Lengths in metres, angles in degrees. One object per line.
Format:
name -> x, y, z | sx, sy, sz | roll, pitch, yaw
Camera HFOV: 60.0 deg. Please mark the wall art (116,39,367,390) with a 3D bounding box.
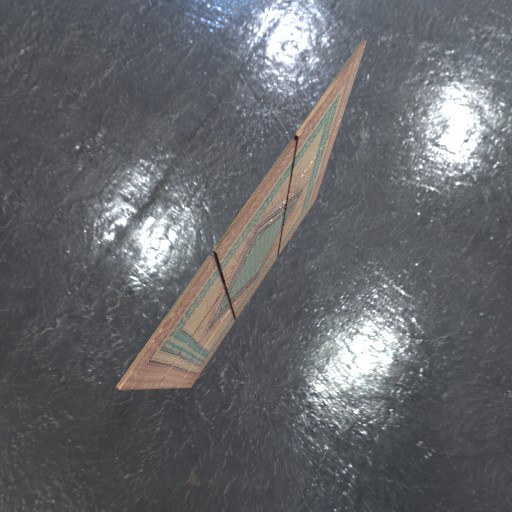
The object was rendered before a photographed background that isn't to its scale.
wall art -> 0.000, 0.000, 1.788 | 0.013, 1.213, 1.215 | 32, 76, 9
